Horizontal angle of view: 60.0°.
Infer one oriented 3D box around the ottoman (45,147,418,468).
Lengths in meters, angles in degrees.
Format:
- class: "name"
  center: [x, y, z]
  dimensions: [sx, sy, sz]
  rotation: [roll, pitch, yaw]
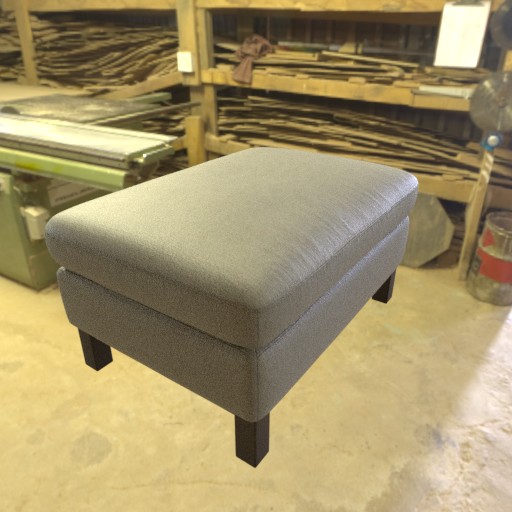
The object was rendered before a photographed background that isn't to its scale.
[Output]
- class: "ottoman"
  center: [0.000, 0.000, 1.030]
  dimensions: [0.528, 0.404, 0.735]
  rotation: [17, 32, 31]
